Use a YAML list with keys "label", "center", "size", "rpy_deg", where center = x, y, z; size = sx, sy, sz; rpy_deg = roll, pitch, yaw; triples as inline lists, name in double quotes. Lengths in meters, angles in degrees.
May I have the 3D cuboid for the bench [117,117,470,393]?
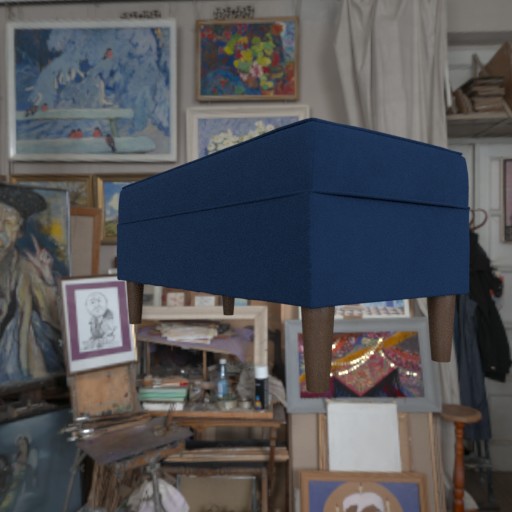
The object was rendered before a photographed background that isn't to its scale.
- label: "bench"
  center: [0.000, 0.000, 1.261]
  size: [0.489, 0.467, 1.010]
  rpy_deg: [0, 0, -35]
